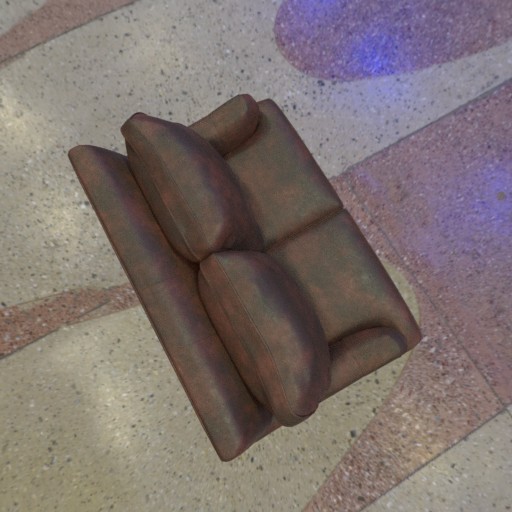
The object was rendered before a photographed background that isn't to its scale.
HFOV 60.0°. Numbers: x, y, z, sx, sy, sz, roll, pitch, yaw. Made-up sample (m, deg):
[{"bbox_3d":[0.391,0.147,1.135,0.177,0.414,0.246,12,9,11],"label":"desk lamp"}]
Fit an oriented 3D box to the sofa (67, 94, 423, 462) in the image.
[{"bbox_3d":[0.000,0.000,2.348,1.148,1.070,1.628,-29,78,-7],"label":"sofa"}]
